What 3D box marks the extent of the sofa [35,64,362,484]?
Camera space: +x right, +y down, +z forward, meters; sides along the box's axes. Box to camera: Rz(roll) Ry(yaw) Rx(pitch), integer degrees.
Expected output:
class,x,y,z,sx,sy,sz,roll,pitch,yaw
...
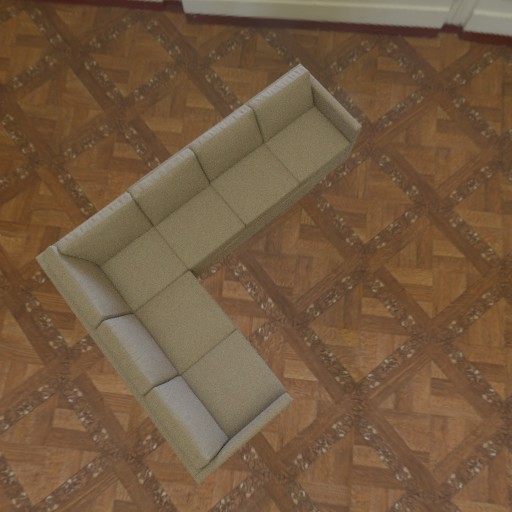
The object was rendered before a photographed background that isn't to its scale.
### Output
class,x,y,z,sx,sy,sz,roll,pitch,yaw
sofa,0.000,0.000,4.229,3.182,0.871,2.432,-39,79,-9
